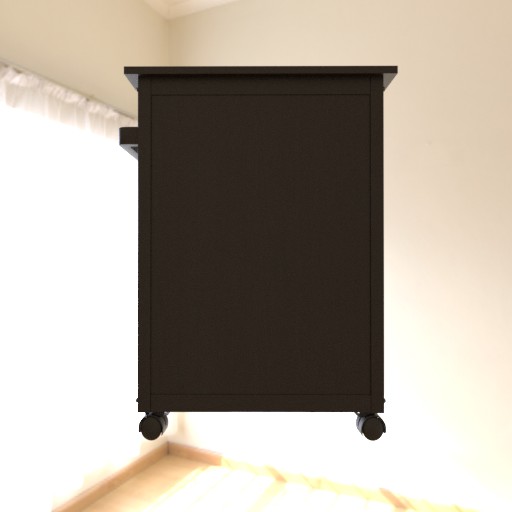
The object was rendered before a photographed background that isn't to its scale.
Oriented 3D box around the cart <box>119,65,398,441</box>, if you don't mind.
[{"bbox_3d":[0.000,0.000,1.254,0.660,0.879,0.456,0,0,0],"label":"cart"}]
